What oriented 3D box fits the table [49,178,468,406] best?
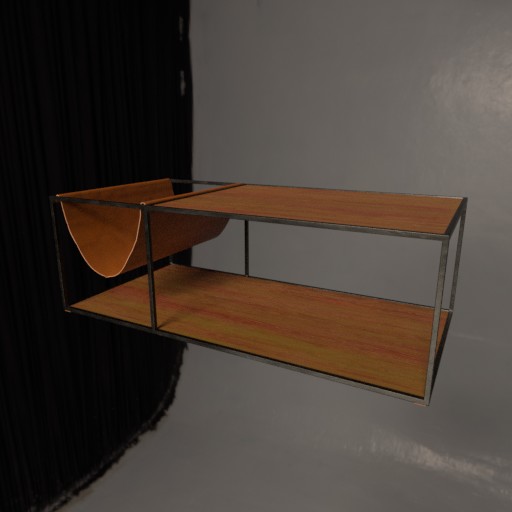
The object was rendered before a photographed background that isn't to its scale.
[{"bbox_3d":[0.000,0.000,1.470,1.199,0.403,0.597,8,18,27],"label":"table"}]
